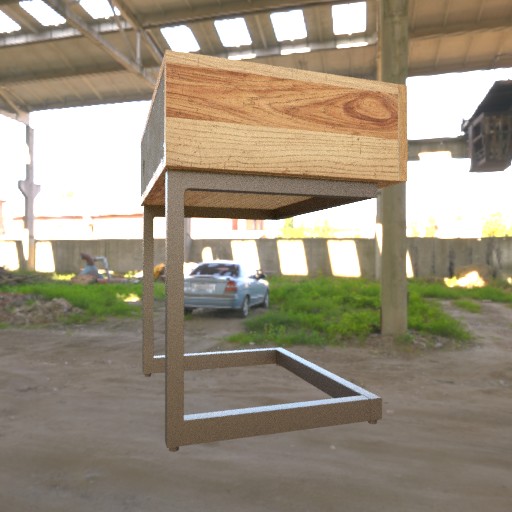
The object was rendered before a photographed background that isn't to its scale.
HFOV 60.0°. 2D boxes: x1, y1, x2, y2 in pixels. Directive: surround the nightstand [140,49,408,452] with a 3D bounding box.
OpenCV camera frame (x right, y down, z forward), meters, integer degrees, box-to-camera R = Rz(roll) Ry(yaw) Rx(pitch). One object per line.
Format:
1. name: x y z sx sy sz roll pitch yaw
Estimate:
1. nightstand: 0.000 0.000 1.019 0.481 0.632 0.558 0 -1 -19
